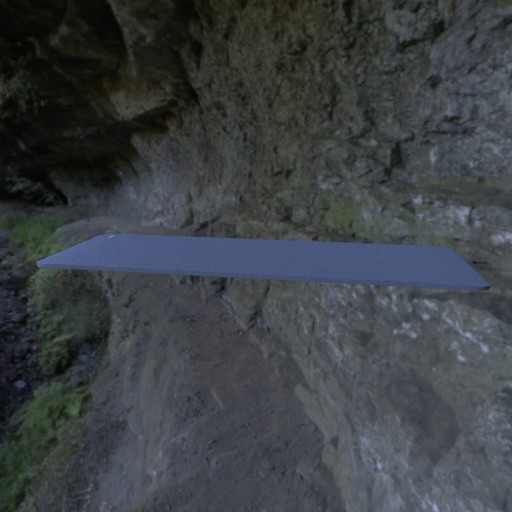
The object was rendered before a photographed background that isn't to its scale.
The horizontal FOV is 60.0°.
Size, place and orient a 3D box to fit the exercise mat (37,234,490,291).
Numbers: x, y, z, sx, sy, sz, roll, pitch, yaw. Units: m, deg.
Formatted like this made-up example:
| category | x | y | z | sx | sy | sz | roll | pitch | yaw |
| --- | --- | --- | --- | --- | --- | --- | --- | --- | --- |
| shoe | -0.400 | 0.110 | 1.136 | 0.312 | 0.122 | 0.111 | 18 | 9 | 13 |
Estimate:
| category | x | y | z | sx | sy | sz | roll | pitch | yaw |
| --- | --- | --- | --- | --- | --- | --- | --- | --- | --- |
| exercise mat | 0.000 | 0.000 | 2.072 | 1.884 | 0.021 | 0.616 | 3 | 15 | 9 |
